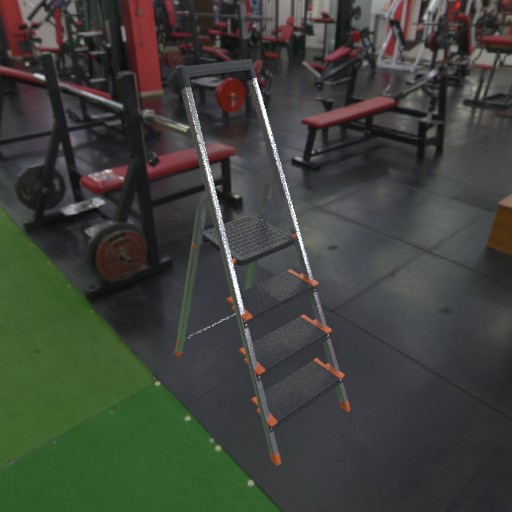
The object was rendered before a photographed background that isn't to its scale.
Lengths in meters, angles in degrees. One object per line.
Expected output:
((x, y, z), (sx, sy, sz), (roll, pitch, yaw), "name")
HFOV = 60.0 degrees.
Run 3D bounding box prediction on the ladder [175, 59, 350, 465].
((0.000, 0.000, 1.828), (0.452, 1.429, 0.834), (-22, 38, -32), "ladder")
